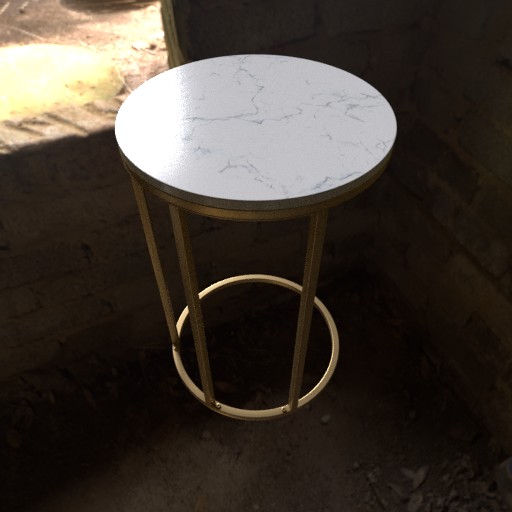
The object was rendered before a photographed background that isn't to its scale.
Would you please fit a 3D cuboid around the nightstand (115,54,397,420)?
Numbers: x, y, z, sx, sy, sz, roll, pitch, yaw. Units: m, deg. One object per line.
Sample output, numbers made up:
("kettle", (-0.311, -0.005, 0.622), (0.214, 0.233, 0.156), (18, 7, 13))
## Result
("nightstand", (0.000, 0.000, 0.865), (0.400, 0.610, 0.400), (24, 51, 21))
